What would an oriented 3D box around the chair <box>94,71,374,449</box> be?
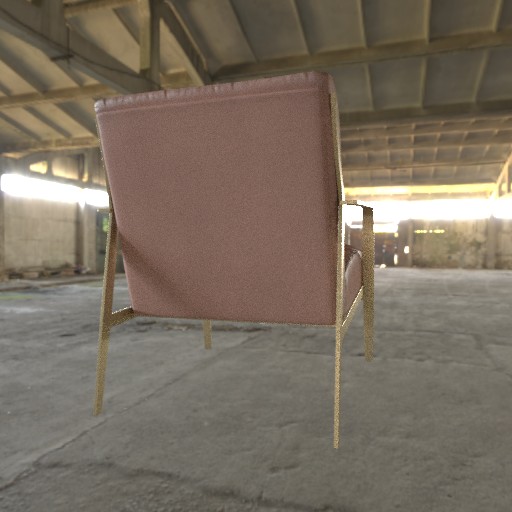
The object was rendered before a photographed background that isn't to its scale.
[{"bbox_3d":[0.000,0.000,1.428,0.701,0.823,0.848,0,1,18],"label":"chair"}]
